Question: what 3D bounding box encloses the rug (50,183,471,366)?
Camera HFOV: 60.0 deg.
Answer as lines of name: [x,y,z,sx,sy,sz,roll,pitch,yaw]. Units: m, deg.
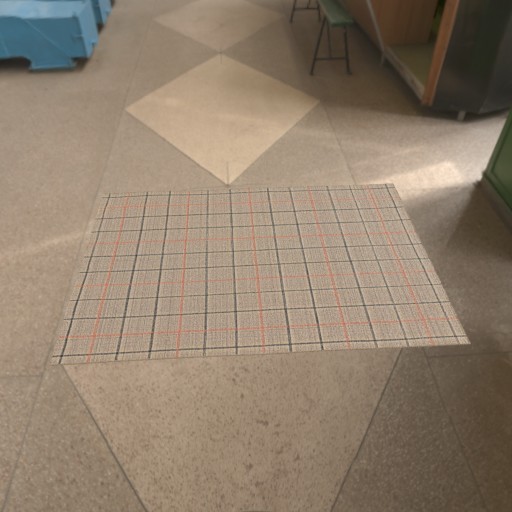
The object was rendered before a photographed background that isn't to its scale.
rug: [0.000,0.000,2.355,1.829,0.013,1.220,-2,44,-2]
